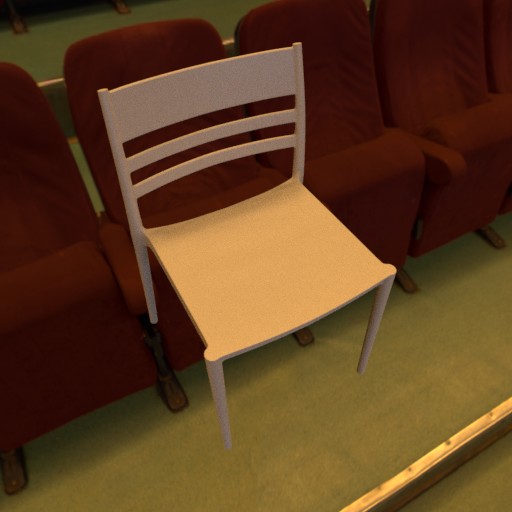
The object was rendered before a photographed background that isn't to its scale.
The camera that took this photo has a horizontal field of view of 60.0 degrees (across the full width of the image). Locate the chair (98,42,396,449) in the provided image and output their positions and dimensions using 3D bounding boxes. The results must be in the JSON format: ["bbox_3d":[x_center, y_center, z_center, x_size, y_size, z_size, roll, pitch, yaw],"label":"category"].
[{"bbox_3d":[0.000,0.000,1.107,0.531,0.800,0.511,-22,51,-19],"label":"chair"}]
